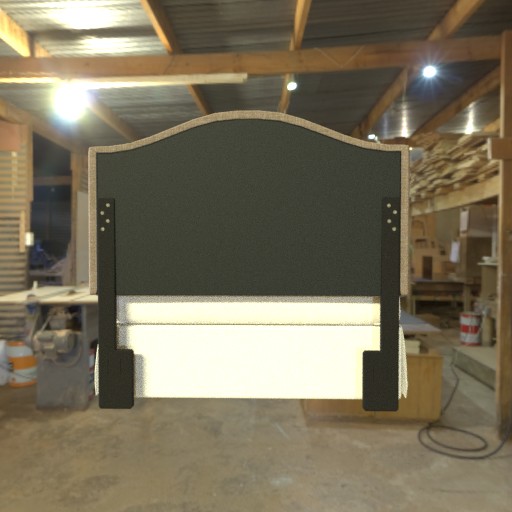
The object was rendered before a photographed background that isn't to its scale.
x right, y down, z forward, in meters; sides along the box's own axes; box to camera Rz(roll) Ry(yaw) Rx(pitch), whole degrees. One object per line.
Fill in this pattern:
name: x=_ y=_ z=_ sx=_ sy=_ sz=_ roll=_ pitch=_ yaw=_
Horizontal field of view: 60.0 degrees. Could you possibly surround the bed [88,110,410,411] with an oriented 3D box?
bed: x=0.000 y=0.000 z=3.299 sx=1.713 sy=1.518 sz=2.153 roll=0 pitch=1 yaw=1
